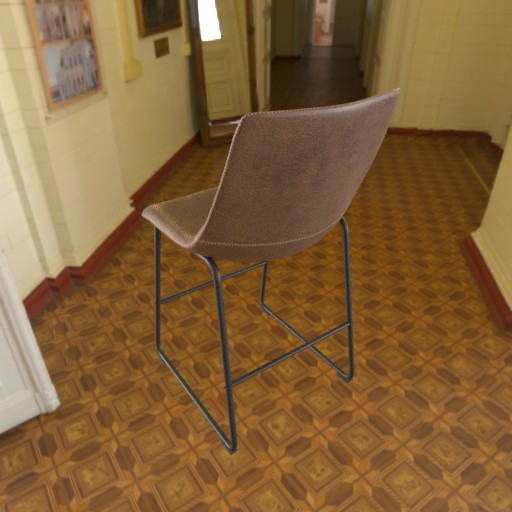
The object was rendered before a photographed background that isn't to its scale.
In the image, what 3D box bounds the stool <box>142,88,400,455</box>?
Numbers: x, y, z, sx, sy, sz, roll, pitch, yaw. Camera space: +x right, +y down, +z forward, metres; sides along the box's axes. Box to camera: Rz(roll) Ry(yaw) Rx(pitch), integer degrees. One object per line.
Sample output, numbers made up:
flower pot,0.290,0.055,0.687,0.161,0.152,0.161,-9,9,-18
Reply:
stool,0.000,0.000,1.181,0.460,0.890,0.550,-20,37,-30
